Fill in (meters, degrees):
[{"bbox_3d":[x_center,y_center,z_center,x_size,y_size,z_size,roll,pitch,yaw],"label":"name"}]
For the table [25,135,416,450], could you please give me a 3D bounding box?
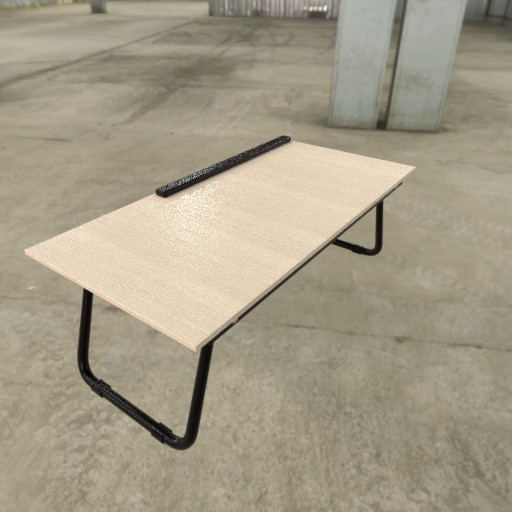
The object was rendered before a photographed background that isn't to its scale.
[{"bbox_3d":[0.000,0.000,0.807,0.322,0.242,0.644,21,37,30],"label":"table"}]
